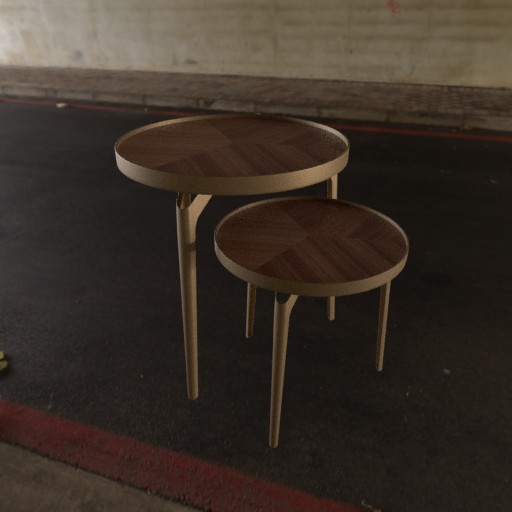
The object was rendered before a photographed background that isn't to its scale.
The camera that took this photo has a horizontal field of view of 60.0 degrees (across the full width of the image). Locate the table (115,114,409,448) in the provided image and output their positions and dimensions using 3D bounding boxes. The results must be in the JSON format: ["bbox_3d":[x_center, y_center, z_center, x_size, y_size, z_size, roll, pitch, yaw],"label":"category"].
[{"bbox_3d":[0.000,0.000,1.110,0.532,0.555,0.751,-22,36,-33],"label":"table"}]
